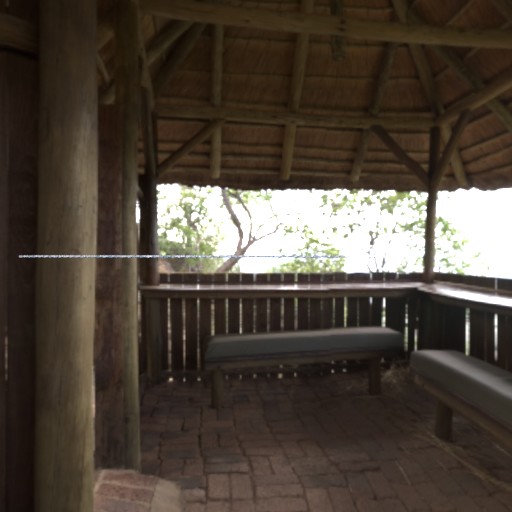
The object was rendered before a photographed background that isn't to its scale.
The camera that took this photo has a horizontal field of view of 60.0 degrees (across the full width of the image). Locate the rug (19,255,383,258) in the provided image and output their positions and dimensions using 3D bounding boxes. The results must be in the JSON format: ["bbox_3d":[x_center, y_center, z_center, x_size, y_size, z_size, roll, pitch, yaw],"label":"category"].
[{"bbox_3d":[0.000,0.000,2.989,1.524,0.010,2.438,0,0,19],"label":"rug"}]
